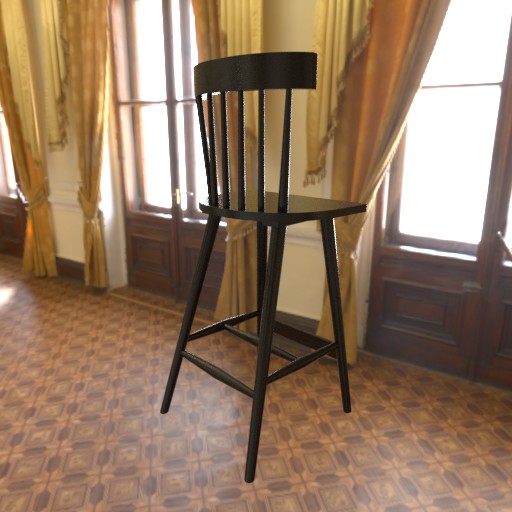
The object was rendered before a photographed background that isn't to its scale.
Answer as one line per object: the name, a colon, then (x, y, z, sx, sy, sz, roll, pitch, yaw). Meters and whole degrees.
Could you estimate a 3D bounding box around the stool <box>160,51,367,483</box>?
stool: (0.000, 0.000, 1.361, 0.483, 1.092, 0.482, -14, 21, -42)
